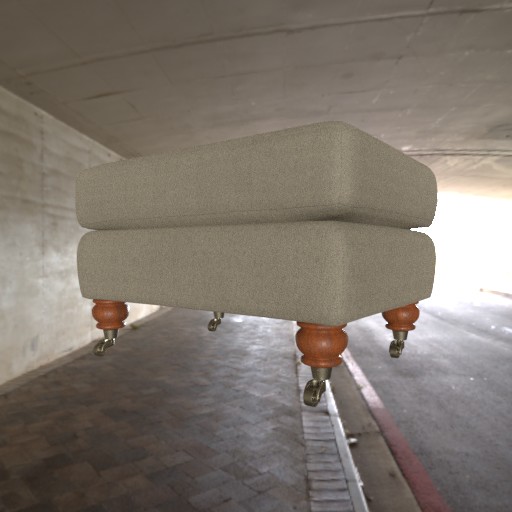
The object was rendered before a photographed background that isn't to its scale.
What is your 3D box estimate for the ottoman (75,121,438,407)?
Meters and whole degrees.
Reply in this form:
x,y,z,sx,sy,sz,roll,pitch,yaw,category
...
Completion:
x,y,z,sx,sy,sz,roll,pitch,yaw,category
0.000,0.000,1.127,0.773,0.504,0.569,1,1,36,ottoman
